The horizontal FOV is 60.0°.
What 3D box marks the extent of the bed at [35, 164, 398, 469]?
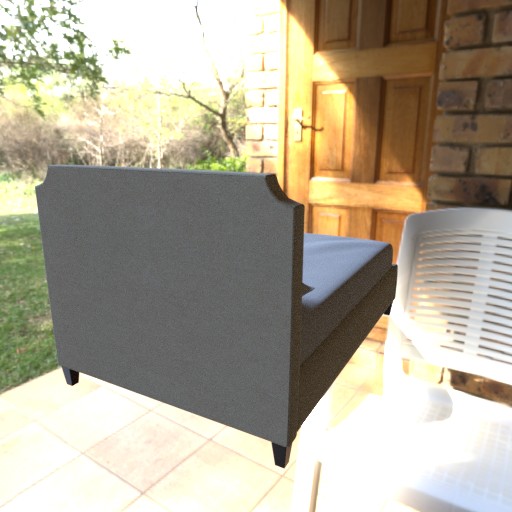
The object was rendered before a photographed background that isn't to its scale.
[{"bbox_3d":[0.000,0.000,3.401,1.713,1.457,2.381,8,17,28],"label":"bed"}]
